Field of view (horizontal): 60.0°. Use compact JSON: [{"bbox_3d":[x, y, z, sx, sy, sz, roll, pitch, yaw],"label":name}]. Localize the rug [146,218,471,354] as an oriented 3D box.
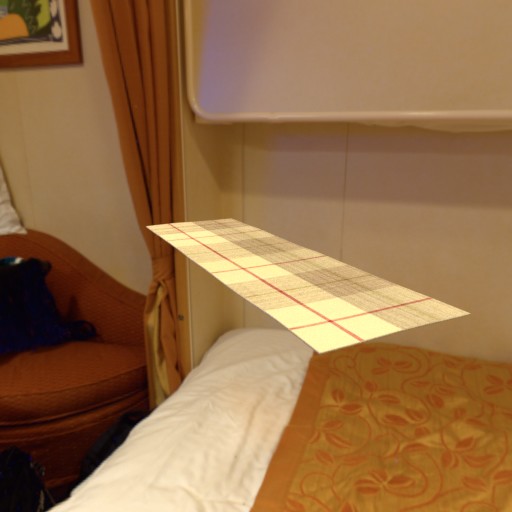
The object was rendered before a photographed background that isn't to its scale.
[{"bbox_3d":[0.000,0.000,2.725,0.762,0.013,2.439,-8,17,-26],"label":"rug"}]
